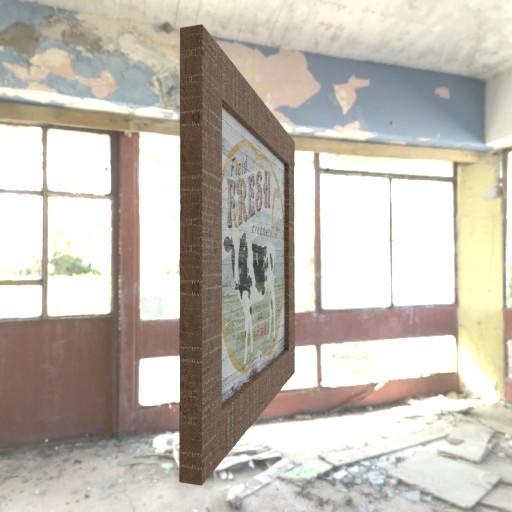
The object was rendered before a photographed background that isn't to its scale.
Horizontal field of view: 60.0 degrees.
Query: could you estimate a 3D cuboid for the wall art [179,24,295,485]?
[{"bbox_3d":[0.000,0.000,0.768,0.029,0.531,0.531,0,-1,17],"label":"wall art"}]
